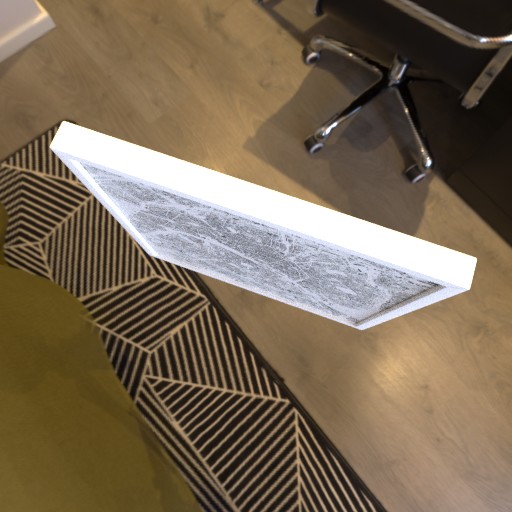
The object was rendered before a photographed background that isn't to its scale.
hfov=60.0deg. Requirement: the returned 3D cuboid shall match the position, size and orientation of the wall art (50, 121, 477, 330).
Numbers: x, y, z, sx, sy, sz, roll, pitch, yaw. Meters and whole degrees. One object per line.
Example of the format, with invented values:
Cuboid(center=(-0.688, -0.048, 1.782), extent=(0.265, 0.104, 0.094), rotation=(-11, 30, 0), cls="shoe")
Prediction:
Cuboid(center=(0.000, 0.000, 0.753), extent=(0.508, 0.508, 0.038), rotation=(19, 76, 5), cls="wall art")
